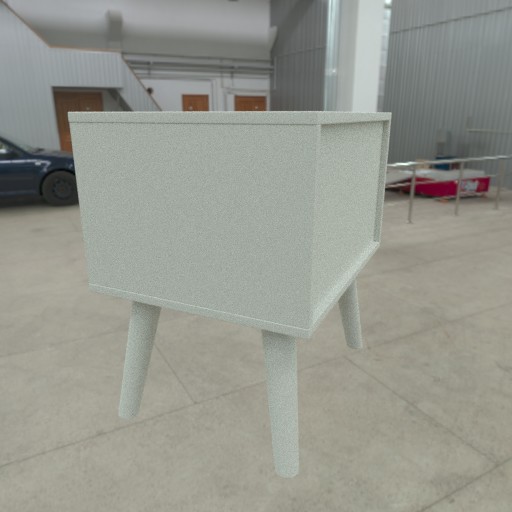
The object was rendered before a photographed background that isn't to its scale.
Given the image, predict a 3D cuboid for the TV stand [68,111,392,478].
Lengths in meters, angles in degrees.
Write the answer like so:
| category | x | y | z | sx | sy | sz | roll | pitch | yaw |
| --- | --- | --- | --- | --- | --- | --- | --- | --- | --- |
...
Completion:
| category | x | y | z | sx | sy | sz | roll | pitch | yaw |
| --- | --- | --- | --- | --- | --- | --- | --- | --- | --- |
| TV stand | 0.000 | 0.000 | 0.907 | 0.405 | 0.559 | 0.508 | 8 | 20 | 24 |
